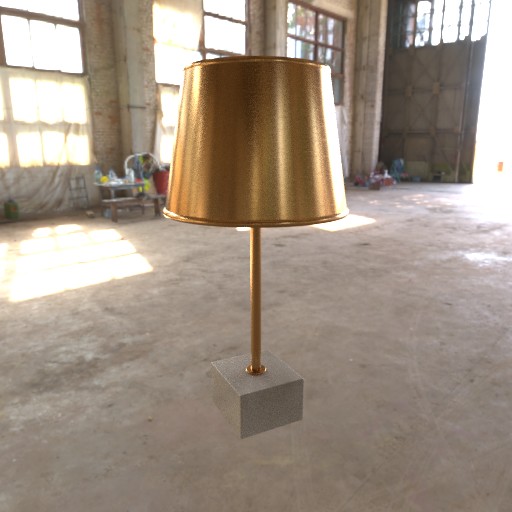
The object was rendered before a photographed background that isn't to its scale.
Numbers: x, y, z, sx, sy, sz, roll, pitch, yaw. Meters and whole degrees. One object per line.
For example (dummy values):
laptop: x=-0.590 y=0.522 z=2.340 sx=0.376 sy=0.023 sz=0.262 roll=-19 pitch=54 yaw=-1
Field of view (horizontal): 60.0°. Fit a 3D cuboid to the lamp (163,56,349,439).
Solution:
lamp: x=0.000 y=0.000 z=0.519 sx=0.208 sy=0.406 sz=0.208 roll=0 pitch=14 yaw=0
